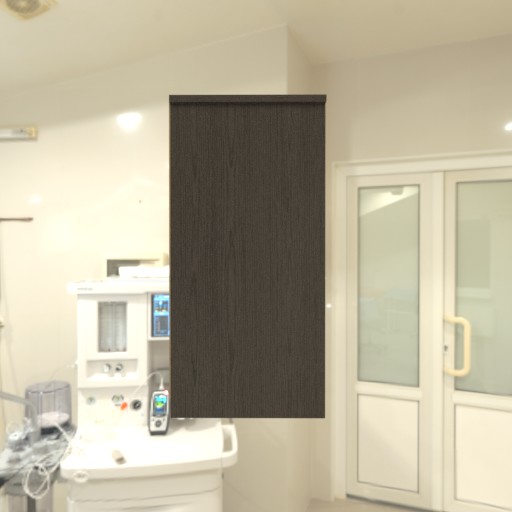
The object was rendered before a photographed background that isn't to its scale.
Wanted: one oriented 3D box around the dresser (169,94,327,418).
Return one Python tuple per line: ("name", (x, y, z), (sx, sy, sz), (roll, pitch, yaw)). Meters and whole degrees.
("dresser", (0.000, 0.000, 1.705), (0.401, 0.755, 1.360), (0, 0, 0))
